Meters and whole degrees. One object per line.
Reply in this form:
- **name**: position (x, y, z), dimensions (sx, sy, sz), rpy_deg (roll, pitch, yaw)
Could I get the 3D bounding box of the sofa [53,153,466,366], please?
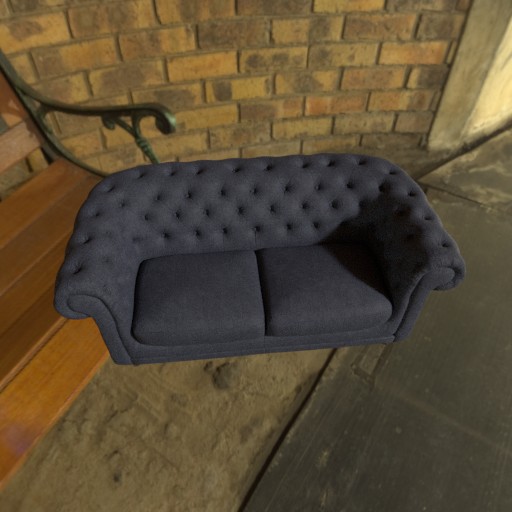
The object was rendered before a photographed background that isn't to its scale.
- **sofa**: position (0.000, 0.000, 2.635), dimensions (1.988, 0.833, 1.082), rpy_deg (-4, 47, -4)
